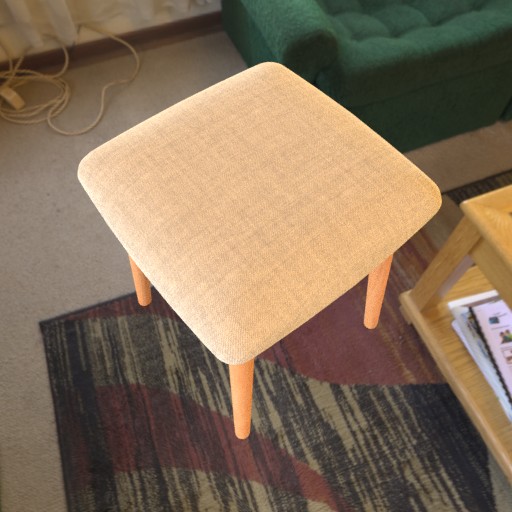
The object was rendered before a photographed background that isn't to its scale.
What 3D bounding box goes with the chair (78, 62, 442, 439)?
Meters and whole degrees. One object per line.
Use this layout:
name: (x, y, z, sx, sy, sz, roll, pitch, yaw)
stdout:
chair: (0.000, 0.000, 0.701, 0.350, 0.440, 0.350, -35, 65, -19)
